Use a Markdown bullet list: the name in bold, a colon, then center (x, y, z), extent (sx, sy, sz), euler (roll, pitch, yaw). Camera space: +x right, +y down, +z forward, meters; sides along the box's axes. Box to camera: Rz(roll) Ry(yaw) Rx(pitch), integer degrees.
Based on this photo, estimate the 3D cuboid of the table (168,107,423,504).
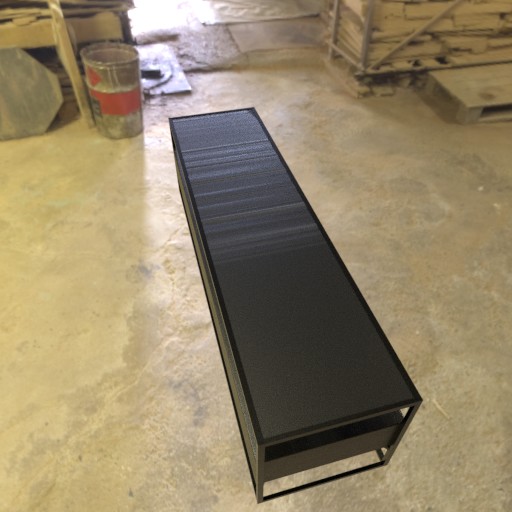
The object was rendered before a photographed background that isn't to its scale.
- **table**: center (0.000, 0.000, 1.625), extent (0.399, 0.395, 1.486), euler (-11, 46, -11)
